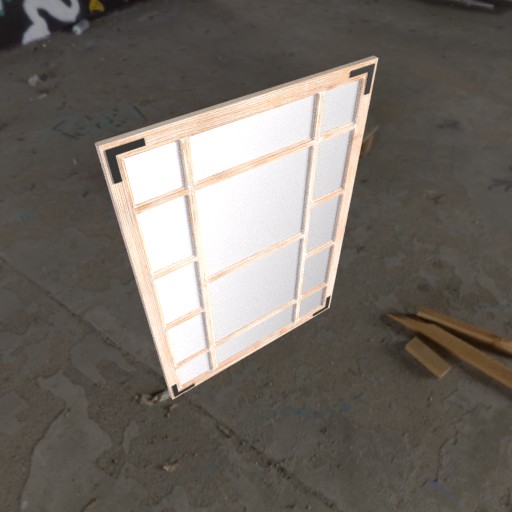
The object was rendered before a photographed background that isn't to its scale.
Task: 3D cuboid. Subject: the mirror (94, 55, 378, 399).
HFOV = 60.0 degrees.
[{"bbox_3d":[0.000,0.000,1.304,0.705,0.996,0.025,-26,51,-23],"label":"mirror"}]
